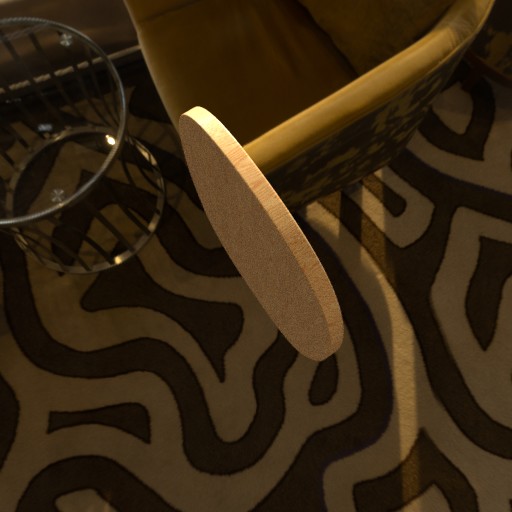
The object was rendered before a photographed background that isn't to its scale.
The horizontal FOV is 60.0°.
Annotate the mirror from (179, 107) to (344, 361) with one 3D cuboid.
[{"bbox_3d":[0.000,0.000,1.348,0.037,1.075,0.724,-33,77,-8],"label":"mirror"}]
